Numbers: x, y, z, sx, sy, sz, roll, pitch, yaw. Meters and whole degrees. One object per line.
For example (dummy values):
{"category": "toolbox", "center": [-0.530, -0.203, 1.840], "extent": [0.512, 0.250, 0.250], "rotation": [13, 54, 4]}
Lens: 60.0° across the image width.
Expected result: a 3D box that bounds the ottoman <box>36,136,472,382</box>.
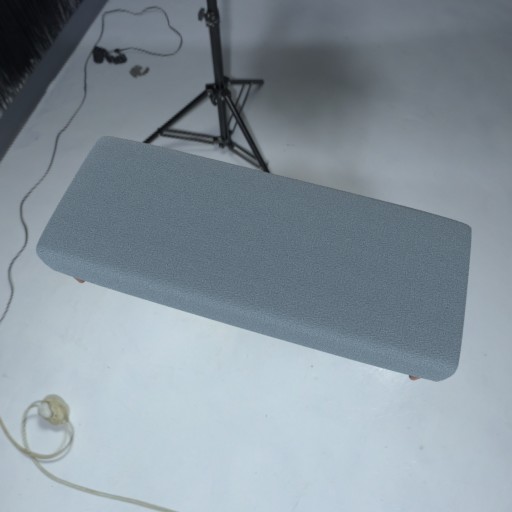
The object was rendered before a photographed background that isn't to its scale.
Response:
{"category": "ottoman", "center": [0.000, 0.000, 1.865], "extent": [1.609, 0.393, 0.646], "rotation": [15, 65, 7]}
